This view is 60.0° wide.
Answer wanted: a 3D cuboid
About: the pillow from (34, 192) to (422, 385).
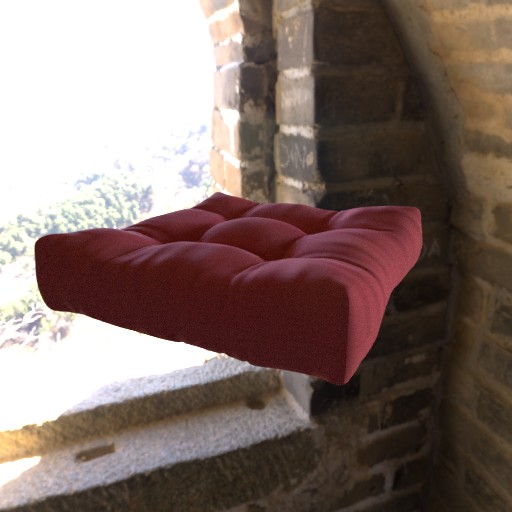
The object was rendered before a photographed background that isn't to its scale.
[{"bbox_3d":[0.000,0.000,0.723,0.468,0.128,0.490,8,19,25],"label":"pillow"}]
